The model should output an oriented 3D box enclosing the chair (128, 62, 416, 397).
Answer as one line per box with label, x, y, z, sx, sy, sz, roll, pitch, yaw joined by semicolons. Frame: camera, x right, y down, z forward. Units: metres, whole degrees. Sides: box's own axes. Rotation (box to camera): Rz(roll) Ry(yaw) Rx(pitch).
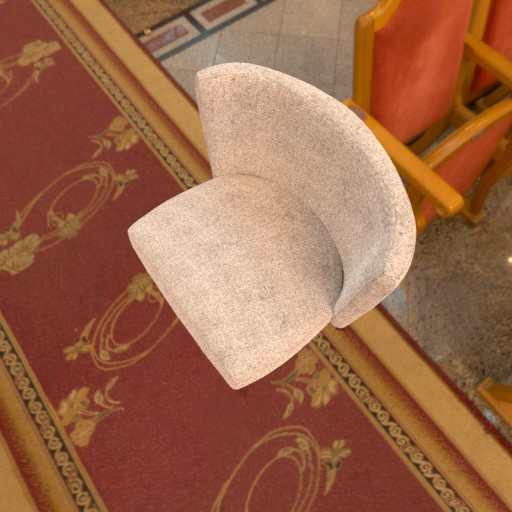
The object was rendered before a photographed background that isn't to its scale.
chair;0.000;0.000;1.319;0.575;0.827;0.728;-34;68;-15
